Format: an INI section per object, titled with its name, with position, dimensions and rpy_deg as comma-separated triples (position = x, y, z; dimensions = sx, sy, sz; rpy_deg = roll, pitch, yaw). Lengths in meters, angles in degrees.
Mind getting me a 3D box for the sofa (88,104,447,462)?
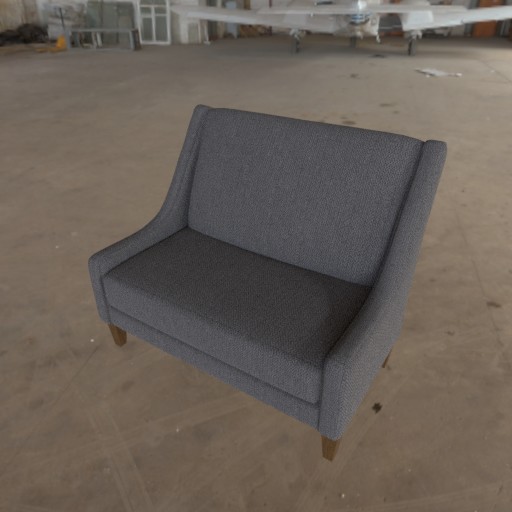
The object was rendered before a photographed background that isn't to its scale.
[sofa]
position = 0.000, 0.000, 1.928
dimensions = 1.242, 1.022, 0.873
rpy_deg = 18, 35, 28
